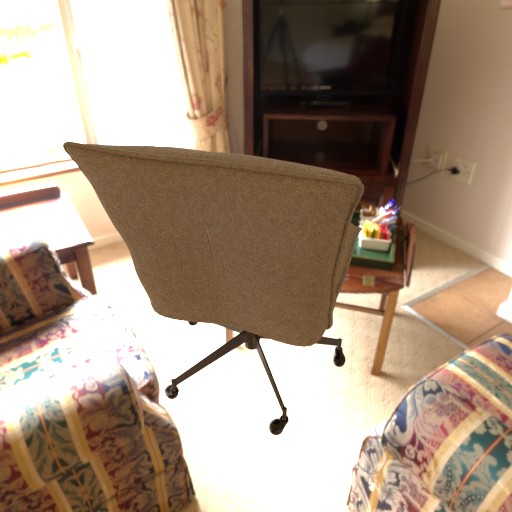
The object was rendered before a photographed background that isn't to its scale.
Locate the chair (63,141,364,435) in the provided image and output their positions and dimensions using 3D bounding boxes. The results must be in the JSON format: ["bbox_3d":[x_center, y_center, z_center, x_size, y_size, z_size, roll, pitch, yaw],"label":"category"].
[{"bbox_3d":[0.000,0.000,1.281,0.597,0.811,0.696,10,33,16],"label":"chair"}]
